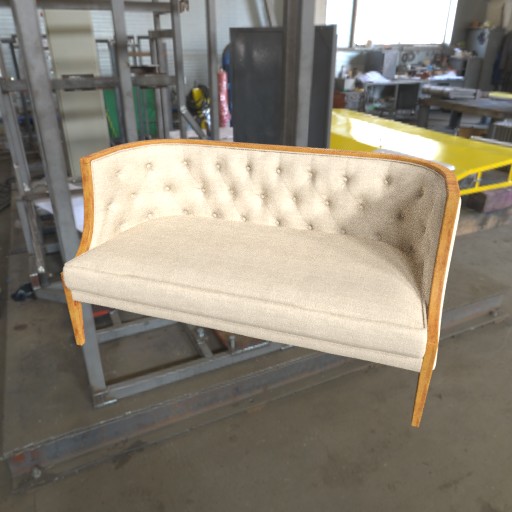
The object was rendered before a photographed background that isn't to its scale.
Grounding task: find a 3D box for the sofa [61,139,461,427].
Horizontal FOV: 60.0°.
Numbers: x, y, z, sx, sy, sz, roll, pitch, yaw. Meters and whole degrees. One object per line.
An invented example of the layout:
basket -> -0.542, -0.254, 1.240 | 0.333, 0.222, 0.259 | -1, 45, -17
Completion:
sofa -> 0.000, 0.000, 1.876 | 1.474, 0.775, 0.770 | 9, 27, 17
